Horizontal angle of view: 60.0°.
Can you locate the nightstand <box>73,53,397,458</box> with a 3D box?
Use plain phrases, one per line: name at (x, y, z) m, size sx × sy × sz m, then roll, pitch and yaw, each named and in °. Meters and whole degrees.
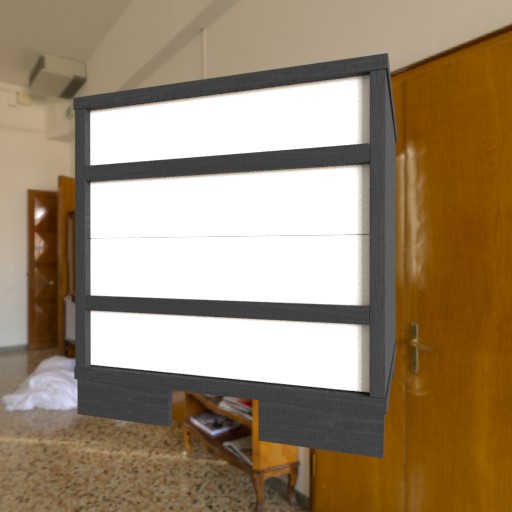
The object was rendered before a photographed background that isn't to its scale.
nightstand at (0.000, 0.000, 0.720) m, size 0.427 × 0.448 × 0.347 m, roll 0°, pitch 0°, yaw 19°
